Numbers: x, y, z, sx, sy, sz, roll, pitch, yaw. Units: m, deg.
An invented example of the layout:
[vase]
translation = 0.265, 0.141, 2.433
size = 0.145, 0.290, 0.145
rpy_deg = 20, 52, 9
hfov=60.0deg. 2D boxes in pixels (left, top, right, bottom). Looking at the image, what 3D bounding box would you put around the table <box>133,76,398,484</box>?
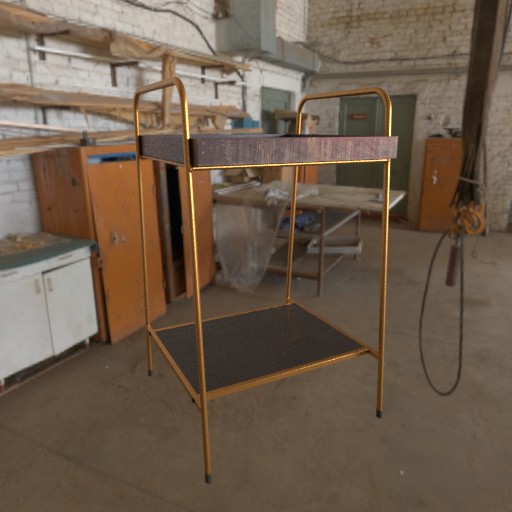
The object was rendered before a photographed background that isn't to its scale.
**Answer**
[table]
translation = 0.000, 0.000, 0.996
size = 0.430, 0.710, 0.430
rpy_deg = -8, 18, -26
